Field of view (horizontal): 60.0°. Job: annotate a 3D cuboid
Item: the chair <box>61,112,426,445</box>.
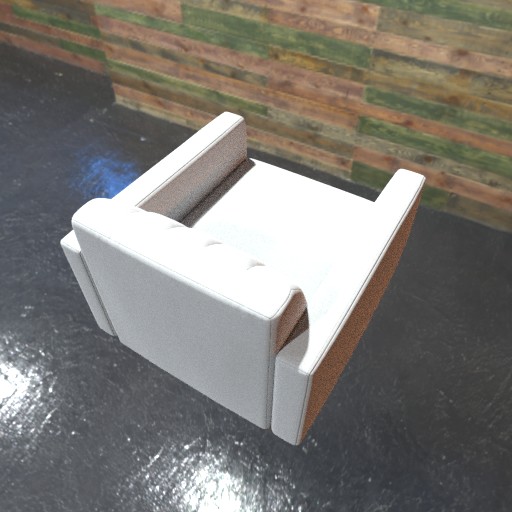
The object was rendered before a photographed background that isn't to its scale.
[{"bbox_3d":[0.000,0.000,1.698,0.953,0.819,0.998,24,52,21],"label":"chair"}]
